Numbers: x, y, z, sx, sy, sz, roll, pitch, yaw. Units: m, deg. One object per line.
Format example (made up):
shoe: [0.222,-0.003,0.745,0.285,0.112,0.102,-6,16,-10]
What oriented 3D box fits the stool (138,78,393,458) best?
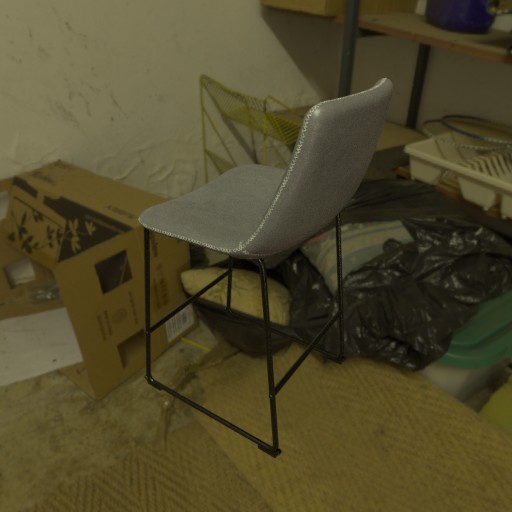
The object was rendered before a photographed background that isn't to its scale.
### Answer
stool: [0.000,0.000,1.155,0.546,0.876,0.470,19,35,29]
